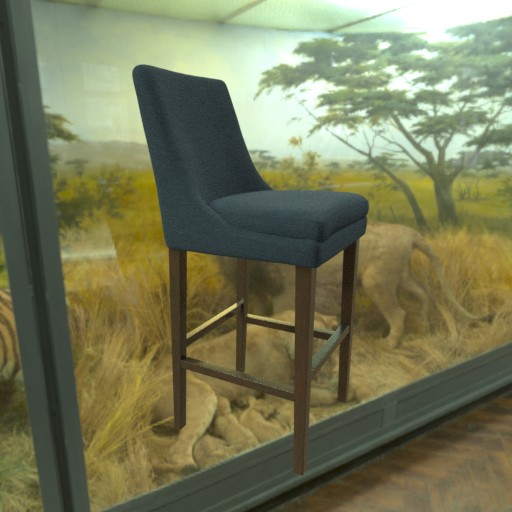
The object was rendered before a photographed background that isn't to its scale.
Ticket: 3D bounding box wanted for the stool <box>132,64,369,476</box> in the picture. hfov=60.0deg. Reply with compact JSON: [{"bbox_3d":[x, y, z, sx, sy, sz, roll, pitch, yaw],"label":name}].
[{"bbox_3d":[0.000,0.000,1.361,0.577,1.078,0.470,8,17,27],"label":"stool"}]
